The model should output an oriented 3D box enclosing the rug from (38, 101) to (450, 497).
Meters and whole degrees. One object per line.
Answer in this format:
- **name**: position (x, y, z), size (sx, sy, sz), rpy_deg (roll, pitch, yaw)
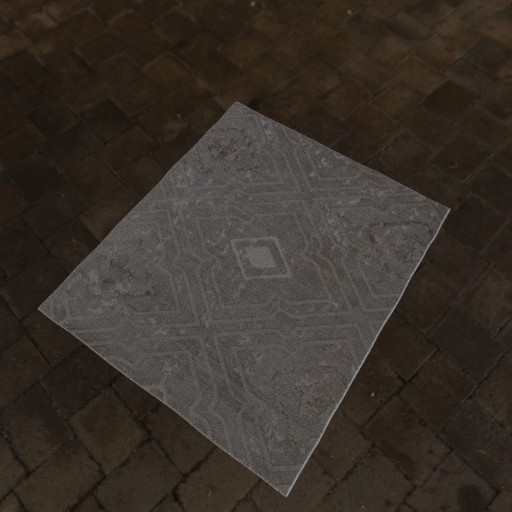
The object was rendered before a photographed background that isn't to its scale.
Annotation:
- **rug**: position (0.000, 0.000, 0.872), size (0.548, 0.006, 0.639), rpy_deg (31, 67, 15)
